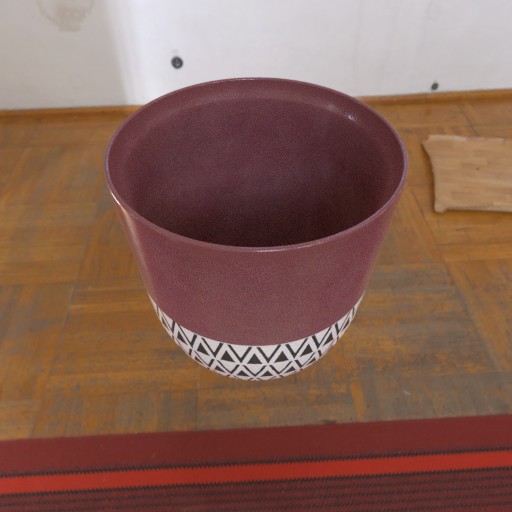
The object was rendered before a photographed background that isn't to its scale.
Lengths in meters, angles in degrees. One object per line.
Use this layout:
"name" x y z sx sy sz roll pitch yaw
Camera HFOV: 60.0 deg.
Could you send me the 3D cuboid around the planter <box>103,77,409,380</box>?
"planter" 0.000 0.000 0.367 0.195 0.214 0.195 0 47 0
